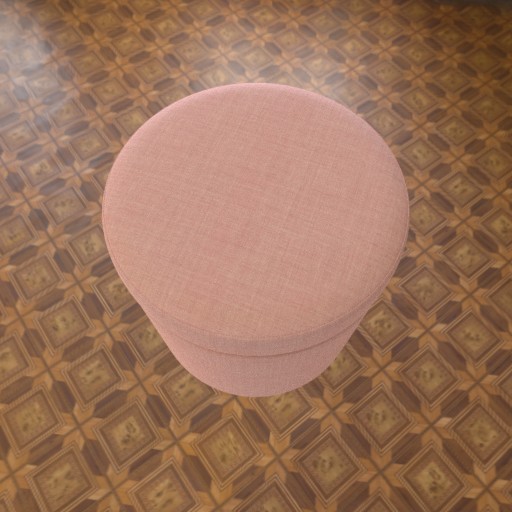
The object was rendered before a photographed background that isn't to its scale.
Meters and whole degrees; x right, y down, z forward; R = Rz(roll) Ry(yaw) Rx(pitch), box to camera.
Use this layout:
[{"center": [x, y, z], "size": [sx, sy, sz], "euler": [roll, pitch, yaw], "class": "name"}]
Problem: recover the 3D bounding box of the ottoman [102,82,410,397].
[{"center": [0.000, 0.000, 0.738], "size": [0.400, 0.406, 0.400], "euler": [0, 63, 0], "class": "ottoman"}]
